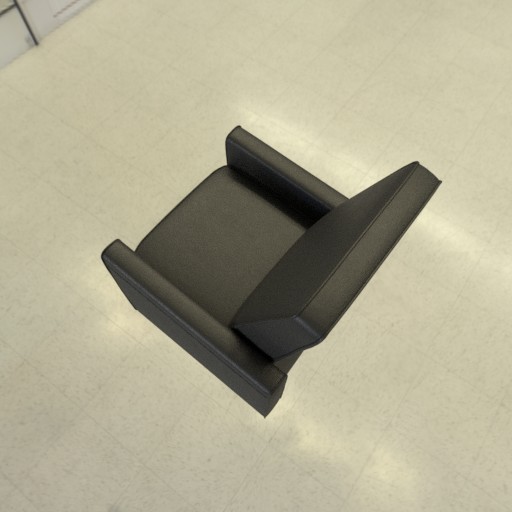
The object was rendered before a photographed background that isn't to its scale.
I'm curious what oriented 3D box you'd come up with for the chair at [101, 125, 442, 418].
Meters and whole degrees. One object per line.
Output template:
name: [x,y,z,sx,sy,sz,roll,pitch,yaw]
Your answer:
chair: [0.000,0.000,1.494,0.746,1.013,0.705,36,69,16]
